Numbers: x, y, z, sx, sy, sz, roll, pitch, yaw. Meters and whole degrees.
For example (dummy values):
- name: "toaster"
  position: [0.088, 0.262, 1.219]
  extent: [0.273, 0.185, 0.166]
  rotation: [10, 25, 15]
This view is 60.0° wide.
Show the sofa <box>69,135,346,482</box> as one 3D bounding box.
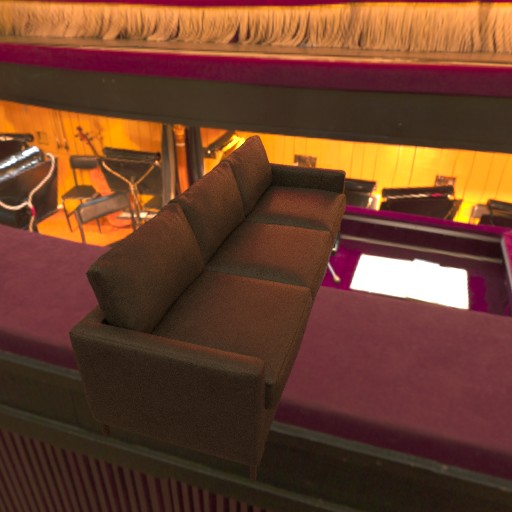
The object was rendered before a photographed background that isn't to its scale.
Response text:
- name: "sofa"
  position: [0.000, 0.000, 2.347]
  extent: [0.748, 0.805, 2.029]
  rotation: [9, 31, 15]
